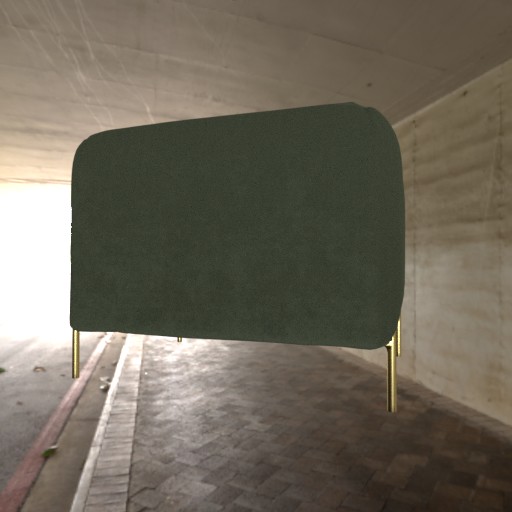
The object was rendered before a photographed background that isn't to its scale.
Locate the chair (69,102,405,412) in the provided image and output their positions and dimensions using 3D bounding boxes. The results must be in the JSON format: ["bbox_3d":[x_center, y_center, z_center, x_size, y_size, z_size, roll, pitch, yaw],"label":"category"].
[{"bbox_3d":[0.000,0.000,1.623,1.032,0.794,0.877,0,-1,19],"label":"chair"}]
